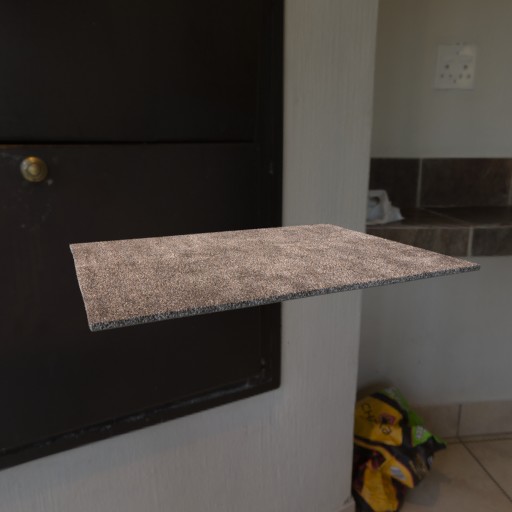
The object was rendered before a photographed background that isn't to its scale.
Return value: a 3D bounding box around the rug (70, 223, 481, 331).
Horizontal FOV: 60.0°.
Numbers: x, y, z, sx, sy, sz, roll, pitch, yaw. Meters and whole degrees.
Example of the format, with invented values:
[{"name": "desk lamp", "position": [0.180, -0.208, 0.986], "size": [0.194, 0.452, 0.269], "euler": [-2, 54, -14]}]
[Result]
[{"name": "rug", "position": [0.000, 0.000, 2.125], "size": [1.601, 0.025, 1.198], "euler": [-6, 15, -24]}]
